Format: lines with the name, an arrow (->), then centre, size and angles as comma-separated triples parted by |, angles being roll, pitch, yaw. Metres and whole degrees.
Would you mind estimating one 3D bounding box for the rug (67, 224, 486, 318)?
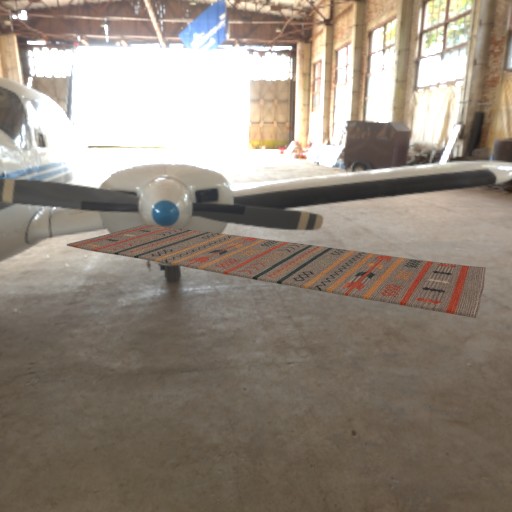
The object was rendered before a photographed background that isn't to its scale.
rug -> 0.000, 0.000, 2.629 | 2.419, 0.022, 0.744 | 9, 18, 28
